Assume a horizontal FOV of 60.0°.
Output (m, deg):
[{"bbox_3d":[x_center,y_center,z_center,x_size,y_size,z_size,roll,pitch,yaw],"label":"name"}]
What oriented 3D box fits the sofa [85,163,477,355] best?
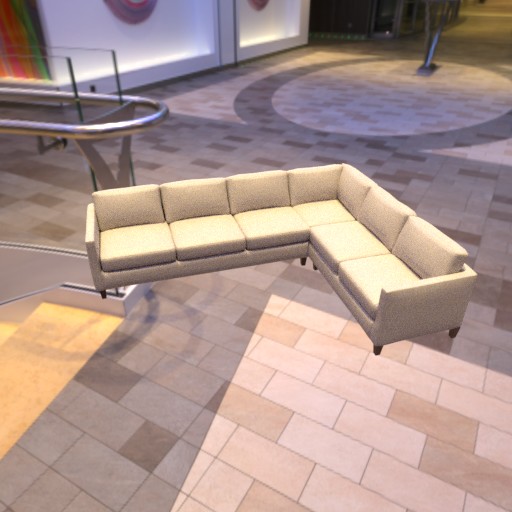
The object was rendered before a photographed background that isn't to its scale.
[{"bbox_3d":[0.000,0.000,4.572,3.333,0.934,2.522,-9,33,-14],"label":"sofa"}]
